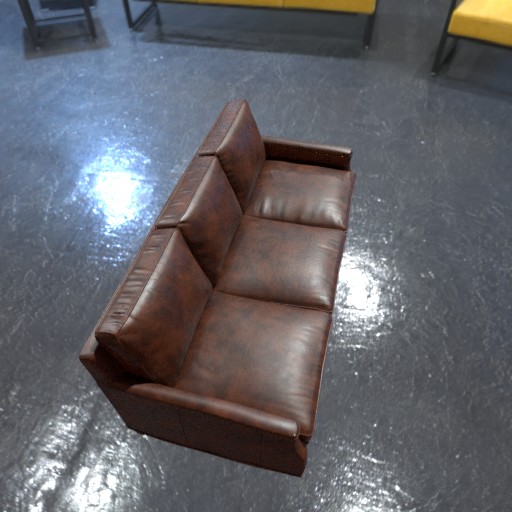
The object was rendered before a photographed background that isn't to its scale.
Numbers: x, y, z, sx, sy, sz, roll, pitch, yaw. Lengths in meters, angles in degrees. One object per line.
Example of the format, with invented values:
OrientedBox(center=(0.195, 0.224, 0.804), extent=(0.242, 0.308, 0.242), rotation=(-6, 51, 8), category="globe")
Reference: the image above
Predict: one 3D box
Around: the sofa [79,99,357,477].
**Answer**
OrientedBox(center=(0.000, 0.000, 2.805), extent=(1.084, 1.003, 2.240), rotation=(11, 49, 10), category="sofa")
